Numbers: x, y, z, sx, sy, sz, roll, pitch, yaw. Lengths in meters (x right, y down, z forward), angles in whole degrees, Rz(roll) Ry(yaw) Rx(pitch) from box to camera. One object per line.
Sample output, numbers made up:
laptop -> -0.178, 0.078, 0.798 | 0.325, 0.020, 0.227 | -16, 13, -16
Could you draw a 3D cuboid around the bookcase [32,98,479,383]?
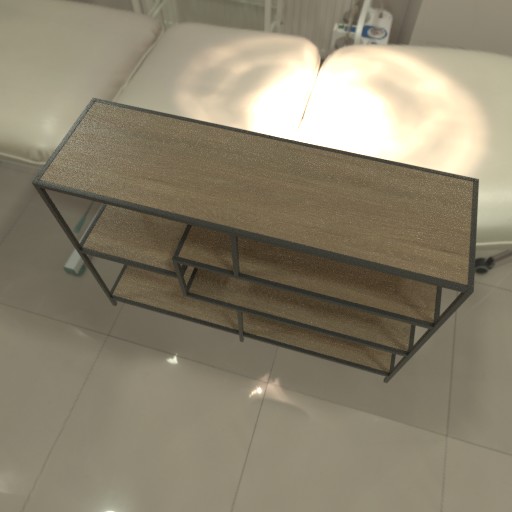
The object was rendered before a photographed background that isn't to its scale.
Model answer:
bookcase -> 0.000, 0.000, 1.514 | 1.140, 0.780, 0.350 | 14, 60, 8
